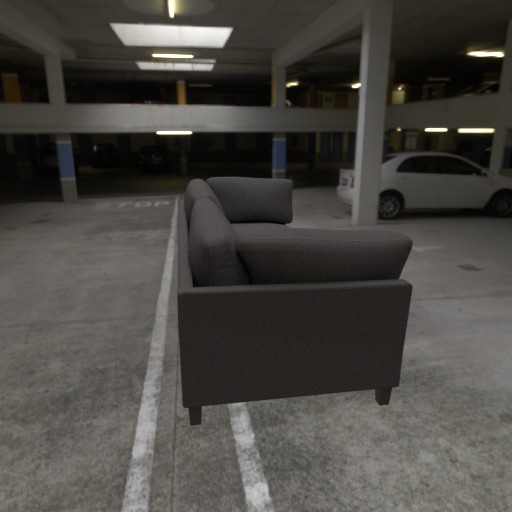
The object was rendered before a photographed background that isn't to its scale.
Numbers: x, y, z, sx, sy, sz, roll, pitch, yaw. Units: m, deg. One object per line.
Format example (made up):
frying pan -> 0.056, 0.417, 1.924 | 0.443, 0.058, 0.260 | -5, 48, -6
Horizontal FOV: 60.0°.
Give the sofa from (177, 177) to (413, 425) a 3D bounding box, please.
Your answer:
sofa -> 0.000, 0.000, 2.827 | 0.969, 0.792, 2.312 | -3, 16, -9
